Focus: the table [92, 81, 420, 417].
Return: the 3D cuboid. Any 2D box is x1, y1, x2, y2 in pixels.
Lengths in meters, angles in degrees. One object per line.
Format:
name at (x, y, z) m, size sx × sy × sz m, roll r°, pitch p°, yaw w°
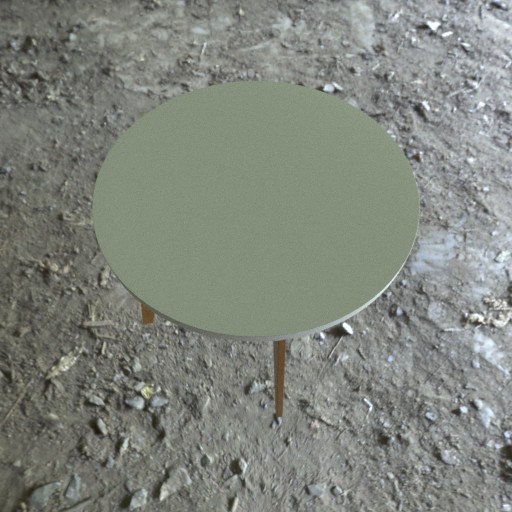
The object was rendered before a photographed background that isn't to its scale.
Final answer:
table at (0.000, 0.000, 1.558) m, size 0.896 × 0.762 × 0.896 m, roll 0°, pitch 58°, yaw 0°
